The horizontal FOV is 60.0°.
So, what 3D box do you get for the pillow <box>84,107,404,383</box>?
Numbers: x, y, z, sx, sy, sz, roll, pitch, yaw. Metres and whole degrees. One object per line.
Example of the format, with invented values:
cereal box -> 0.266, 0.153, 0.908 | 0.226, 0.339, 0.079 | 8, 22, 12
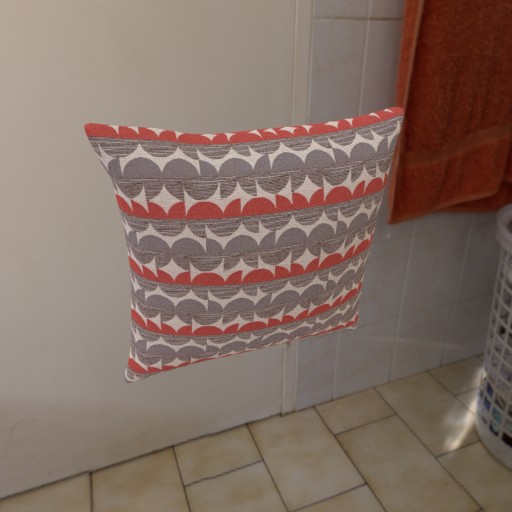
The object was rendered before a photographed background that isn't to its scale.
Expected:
pillow -> 0.000, 0.000, 0.652 | 0.420, 0.410, 0.180 | -9, 28, -17
